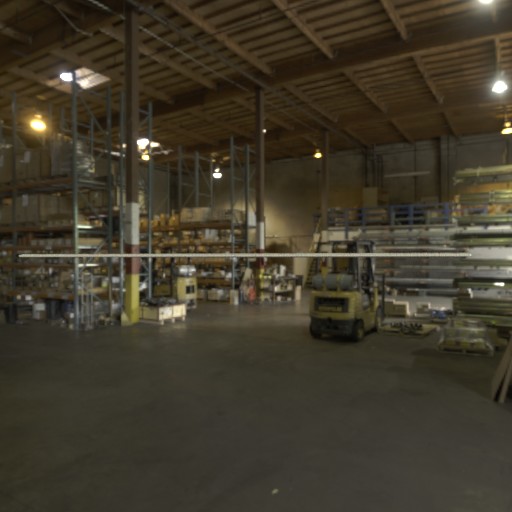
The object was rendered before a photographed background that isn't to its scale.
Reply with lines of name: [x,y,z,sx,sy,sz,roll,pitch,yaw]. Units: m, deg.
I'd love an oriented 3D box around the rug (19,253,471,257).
rug: [0.000,0.000,2.276,1.839,0.012,1.219,0,0,18]
